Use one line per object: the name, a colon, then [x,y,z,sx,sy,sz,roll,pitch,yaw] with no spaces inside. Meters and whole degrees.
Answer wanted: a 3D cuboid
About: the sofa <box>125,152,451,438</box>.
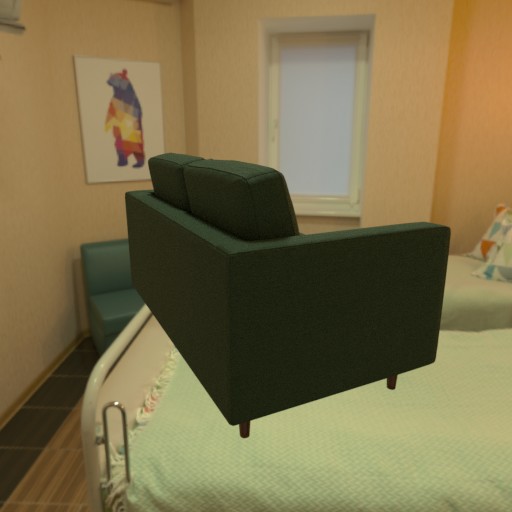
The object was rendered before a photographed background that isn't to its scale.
sofa: [0.000,0.000,2.029,0.879,0.899,1.430,-8,17,-25]
